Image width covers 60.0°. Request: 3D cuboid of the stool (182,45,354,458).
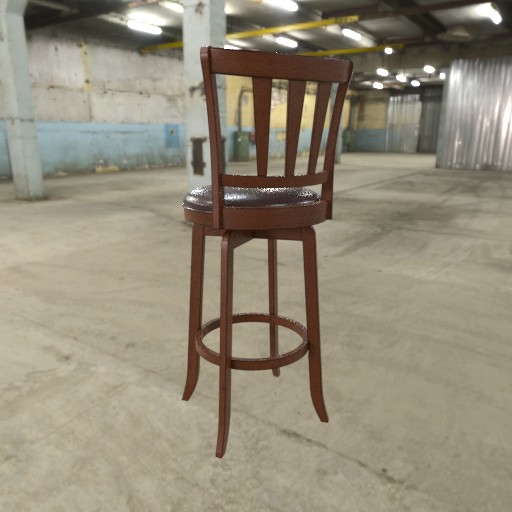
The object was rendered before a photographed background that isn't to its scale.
[{"bbox_3d":[0.000,0.000,1.455,0.464,1.177,0.503,-7,16,-26],"label":"stool"}]
